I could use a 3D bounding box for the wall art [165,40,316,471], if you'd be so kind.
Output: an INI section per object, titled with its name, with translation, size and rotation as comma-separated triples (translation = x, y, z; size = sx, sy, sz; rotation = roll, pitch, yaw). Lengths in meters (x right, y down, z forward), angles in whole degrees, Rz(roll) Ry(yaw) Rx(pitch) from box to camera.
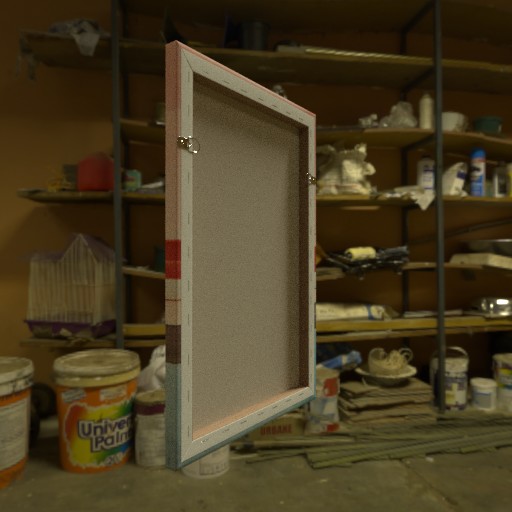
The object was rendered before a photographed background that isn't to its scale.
[wall art]
translation = 0.000, 0.000, 1.193
size = 0.038, 0.914, 0.610
rotation = 0, 0, 37
